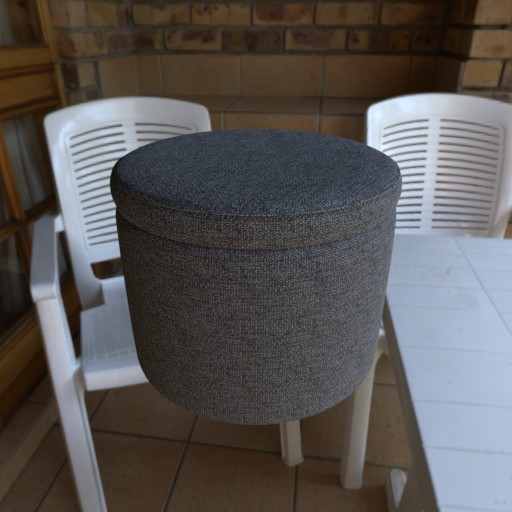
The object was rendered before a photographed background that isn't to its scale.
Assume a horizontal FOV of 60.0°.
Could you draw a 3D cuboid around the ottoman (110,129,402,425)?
[{"bbox_3d":[0.000,0.000,0.898,0.520,0.430,0.520,0,28,0],"label":"ottoman"}]
